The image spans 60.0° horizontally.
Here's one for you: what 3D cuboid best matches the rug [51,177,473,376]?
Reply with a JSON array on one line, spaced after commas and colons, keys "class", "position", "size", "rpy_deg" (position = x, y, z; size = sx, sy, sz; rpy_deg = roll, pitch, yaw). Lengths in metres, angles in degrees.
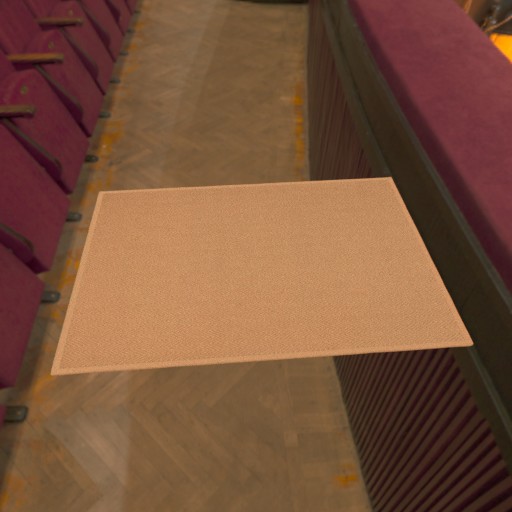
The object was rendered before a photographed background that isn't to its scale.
[{"class": "rug", "position": [0.000, 0.000, 2.862], "size": [2.244, 0.017, 1.532], "rpy_deg": [-3, 46, -3]}]
